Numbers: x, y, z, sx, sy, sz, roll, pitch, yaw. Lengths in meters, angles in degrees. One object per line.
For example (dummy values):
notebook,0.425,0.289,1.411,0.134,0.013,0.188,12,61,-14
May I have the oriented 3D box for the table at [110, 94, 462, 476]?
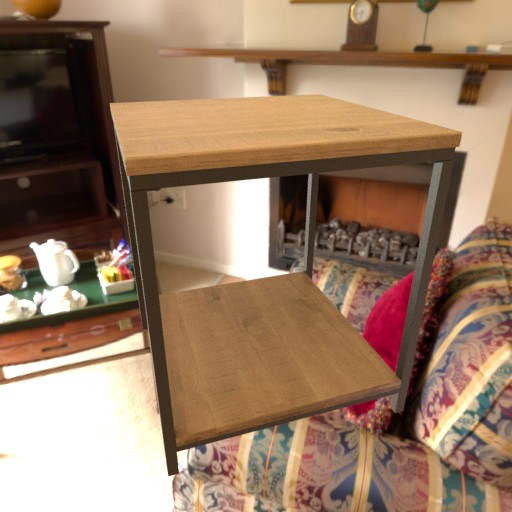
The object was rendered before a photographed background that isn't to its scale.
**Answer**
table,0.000,0.000,0.960,0.507,0.589,0.503,-8,28,-16
